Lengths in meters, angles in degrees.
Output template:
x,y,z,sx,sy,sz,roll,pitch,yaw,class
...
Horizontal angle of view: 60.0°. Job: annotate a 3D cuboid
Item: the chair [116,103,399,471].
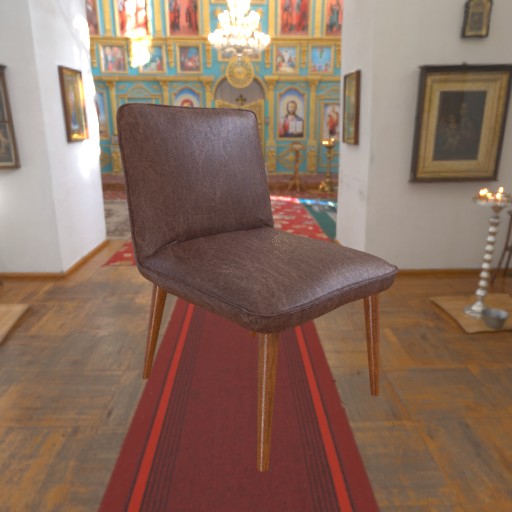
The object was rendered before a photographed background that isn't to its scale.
x,y,z,sx,sy,sz,roll,pitch,yaw,class
0.000,0.000,1.212,0.645,0.803,0.543,14,20,41,chair
